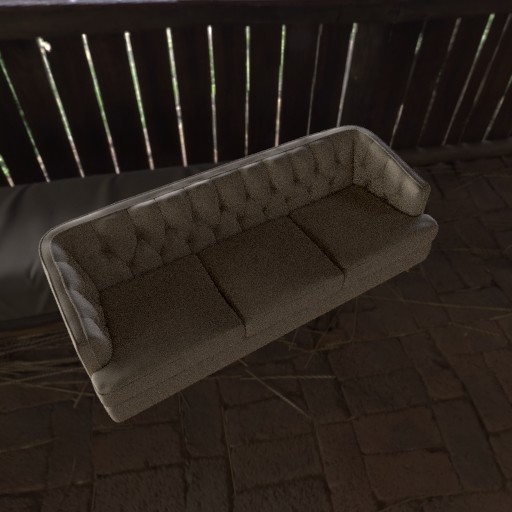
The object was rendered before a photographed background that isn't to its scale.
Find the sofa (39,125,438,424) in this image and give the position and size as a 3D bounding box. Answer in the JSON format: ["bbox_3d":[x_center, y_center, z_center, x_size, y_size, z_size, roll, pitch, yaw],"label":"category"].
[{"bbox_3d":[0.000,0.000,2.722,2.235,0.788,0.913,-24,52,-21],"label":"sofa"}]
